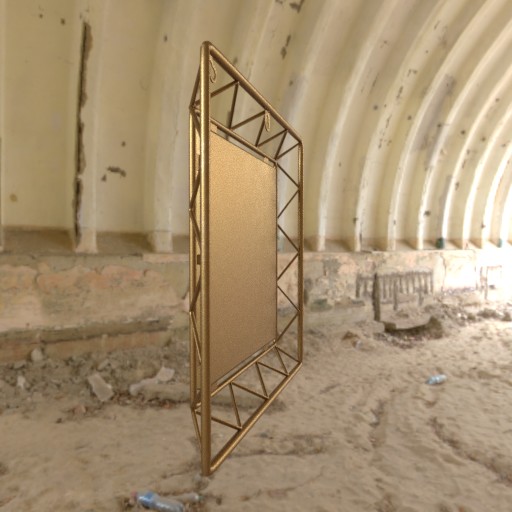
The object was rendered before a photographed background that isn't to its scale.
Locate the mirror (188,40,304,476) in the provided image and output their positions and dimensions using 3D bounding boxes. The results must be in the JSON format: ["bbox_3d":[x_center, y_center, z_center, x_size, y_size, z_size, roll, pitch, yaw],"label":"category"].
[{"bbox_3d":[0.000,0.000,0.615,0.046,0.414,0.416,0,2,18],"label":"mirror"}]
